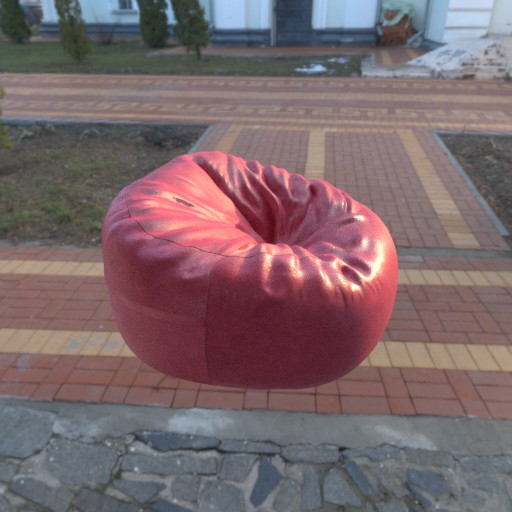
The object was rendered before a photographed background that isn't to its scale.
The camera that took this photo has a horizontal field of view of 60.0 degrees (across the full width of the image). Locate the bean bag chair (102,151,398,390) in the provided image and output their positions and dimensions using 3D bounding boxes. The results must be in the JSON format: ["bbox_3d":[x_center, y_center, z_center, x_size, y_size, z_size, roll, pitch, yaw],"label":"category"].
[{"bbox_3d":[0.000,0.000,2.459,1.524,0.878,1.524,10,31,18],"label":"bean bag chair"}]
